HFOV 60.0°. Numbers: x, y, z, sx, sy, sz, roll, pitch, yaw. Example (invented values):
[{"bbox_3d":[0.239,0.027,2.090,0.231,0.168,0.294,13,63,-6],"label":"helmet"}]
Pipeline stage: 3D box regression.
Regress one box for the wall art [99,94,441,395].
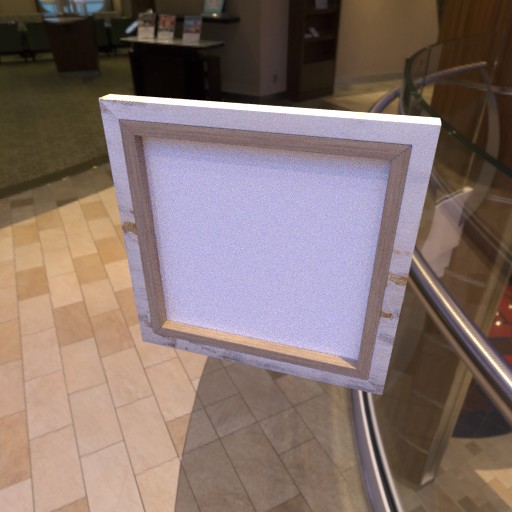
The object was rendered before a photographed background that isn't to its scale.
[{"bbox_3d":[0.000,0.000,0.938,0.611,0.613,0.040,9,33,14],"label":"wall art"}]
